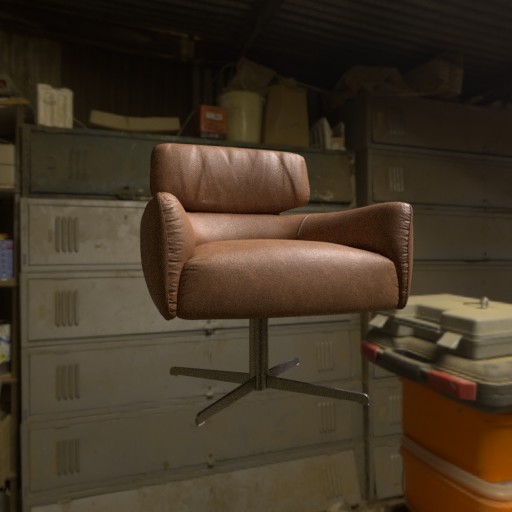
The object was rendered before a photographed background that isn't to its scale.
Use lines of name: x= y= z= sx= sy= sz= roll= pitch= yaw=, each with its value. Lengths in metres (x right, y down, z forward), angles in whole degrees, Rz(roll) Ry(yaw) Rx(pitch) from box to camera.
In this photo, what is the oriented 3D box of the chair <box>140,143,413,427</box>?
chair: x=0.000 y=0.000 z=1.385 sx=0.706 sy=0.812 sz=0.715 roll=0 pitch=1 yaw=-18
